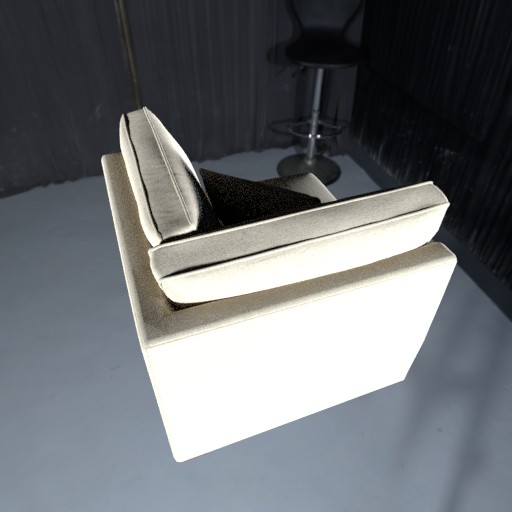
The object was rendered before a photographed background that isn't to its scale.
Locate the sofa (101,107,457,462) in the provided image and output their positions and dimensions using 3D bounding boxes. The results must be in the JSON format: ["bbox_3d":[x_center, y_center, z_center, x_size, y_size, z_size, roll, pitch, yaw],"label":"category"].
[{"bbox_3d":[0.000,0.000,1.946,1.084,1.002,1.146,-14,45,-15],"label":"sofa"}]
